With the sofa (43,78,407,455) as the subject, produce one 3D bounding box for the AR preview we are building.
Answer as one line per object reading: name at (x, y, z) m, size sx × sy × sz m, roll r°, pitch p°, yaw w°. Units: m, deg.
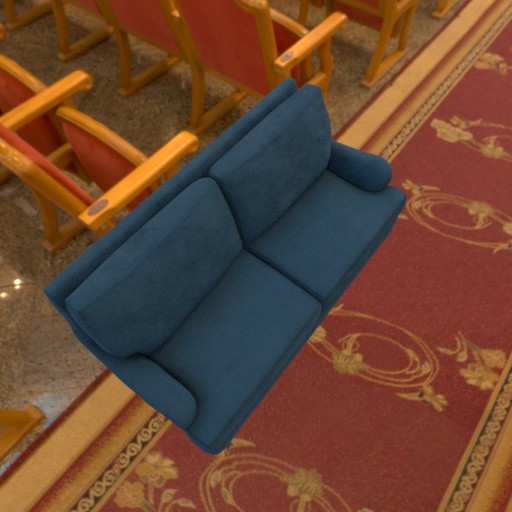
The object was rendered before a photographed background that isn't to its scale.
sofa at (0.000, 0.000, 2.797) m, size 1.084 × 1.101 × 2.141 m, roll 34°, pitch 65°, yaw 19°
